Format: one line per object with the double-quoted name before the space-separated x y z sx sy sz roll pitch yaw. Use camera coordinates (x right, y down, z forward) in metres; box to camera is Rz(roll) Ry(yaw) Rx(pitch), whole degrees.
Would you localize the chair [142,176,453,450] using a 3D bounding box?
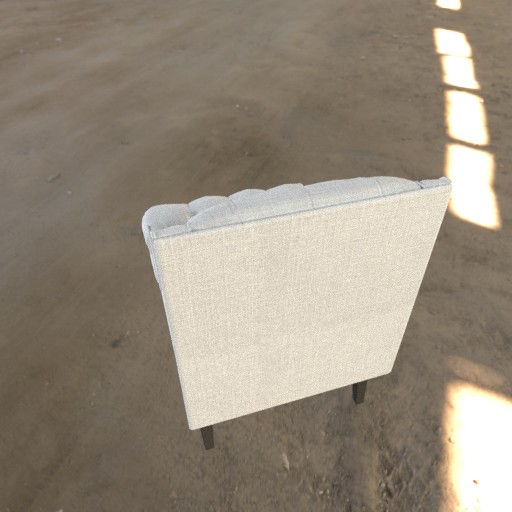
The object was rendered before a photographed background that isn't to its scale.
"chair" 0.000 0.000 1.409 0.658 0.891 0.772 -12 42 -13
